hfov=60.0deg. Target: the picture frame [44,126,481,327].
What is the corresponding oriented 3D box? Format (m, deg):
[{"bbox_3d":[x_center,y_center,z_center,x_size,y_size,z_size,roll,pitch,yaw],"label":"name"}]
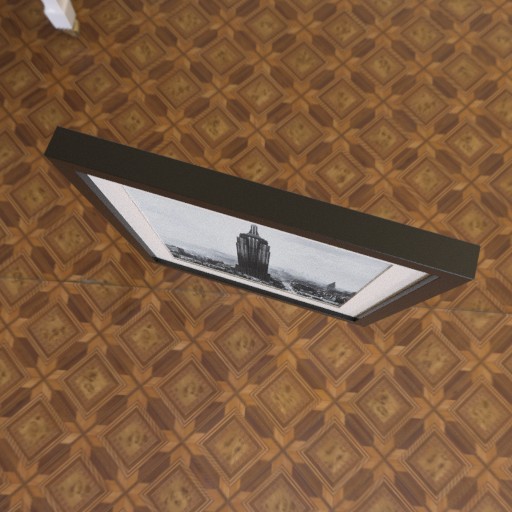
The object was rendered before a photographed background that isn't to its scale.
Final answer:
[{"bbox_3d":[0.000,0.000,0.523,0.355,0.353,0.029,17,76,4],"label":"picture frame"}]
